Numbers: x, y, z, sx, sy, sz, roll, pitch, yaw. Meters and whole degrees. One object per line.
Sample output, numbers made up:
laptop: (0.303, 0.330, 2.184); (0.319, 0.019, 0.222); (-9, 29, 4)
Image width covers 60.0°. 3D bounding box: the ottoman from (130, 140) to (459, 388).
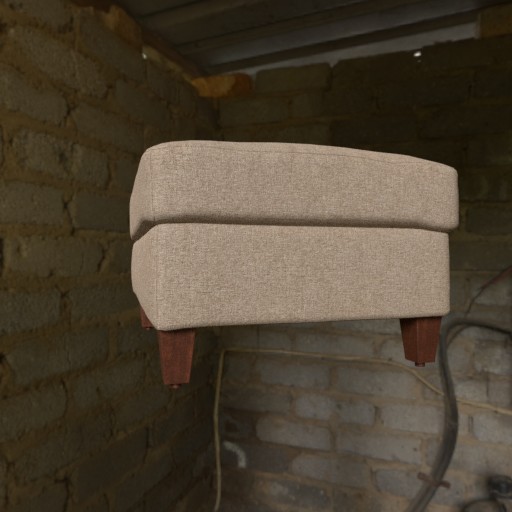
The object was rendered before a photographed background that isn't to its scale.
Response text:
ottoman: (0.000, 0.000, 1.291); (0.692, 0.511, 0.889); (0, 0, -18)
